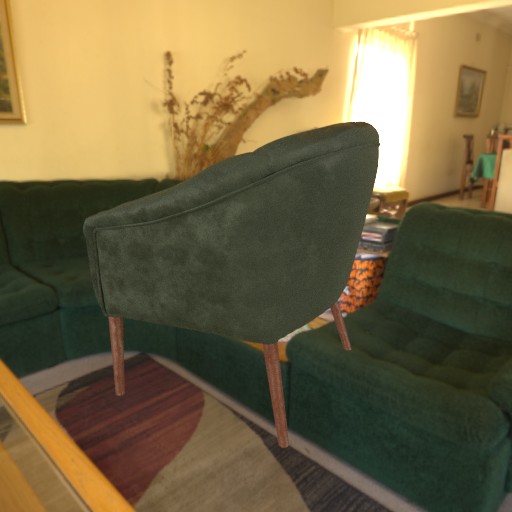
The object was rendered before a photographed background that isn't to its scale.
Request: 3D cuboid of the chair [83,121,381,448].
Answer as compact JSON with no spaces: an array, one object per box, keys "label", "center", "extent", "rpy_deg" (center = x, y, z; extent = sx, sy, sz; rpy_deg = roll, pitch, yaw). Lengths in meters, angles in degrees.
[{"label":"chair","center":[0.000,0.000,1.524],"extent":[0.776,0.885,0.851],"rpy_deg":[8,18,26]}]
